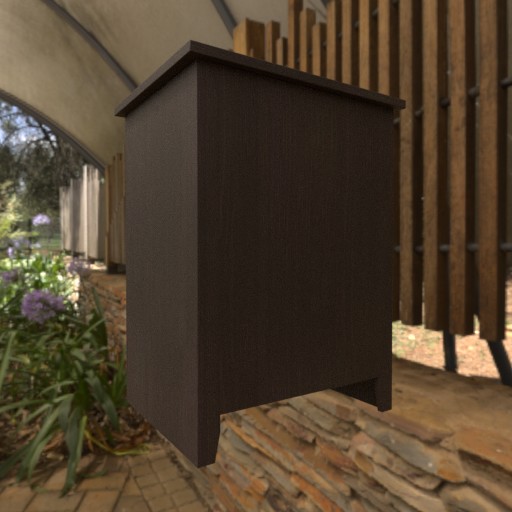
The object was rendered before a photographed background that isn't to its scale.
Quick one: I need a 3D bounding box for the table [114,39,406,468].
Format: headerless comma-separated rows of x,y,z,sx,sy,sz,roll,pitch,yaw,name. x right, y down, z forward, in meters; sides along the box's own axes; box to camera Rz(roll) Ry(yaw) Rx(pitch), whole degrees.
0.000,0.000,0.935,0.480,0.635,0.381,-1,1,-33,table
